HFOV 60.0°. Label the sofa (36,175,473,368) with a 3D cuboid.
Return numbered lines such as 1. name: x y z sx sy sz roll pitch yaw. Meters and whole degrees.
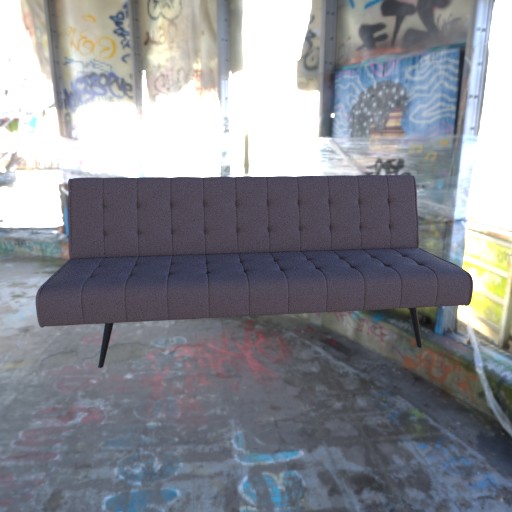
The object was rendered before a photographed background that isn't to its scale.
1. sofa: 0.000 0.000 2.048 1.703 0.699 0.747 -2 14 -7
